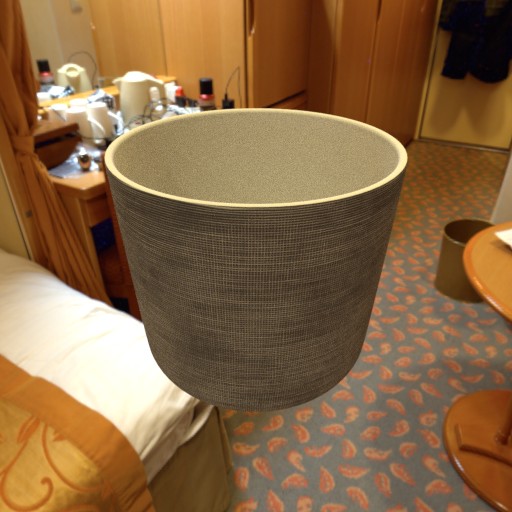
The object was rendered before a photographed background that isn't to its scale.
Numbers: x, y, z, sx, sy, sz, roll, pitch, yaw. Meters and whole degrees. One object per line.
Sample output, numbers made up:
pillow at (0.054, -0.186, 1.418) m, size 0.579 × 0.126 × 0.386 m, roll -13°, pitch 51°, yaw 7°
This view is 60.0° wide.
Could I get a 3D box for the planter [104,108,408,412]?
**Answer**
planter at (0.000, 0.000, 0.773) m, size 0.440 × 0.398 × 0.440 m, roll 0°, pitch 32°, yaw 0°
